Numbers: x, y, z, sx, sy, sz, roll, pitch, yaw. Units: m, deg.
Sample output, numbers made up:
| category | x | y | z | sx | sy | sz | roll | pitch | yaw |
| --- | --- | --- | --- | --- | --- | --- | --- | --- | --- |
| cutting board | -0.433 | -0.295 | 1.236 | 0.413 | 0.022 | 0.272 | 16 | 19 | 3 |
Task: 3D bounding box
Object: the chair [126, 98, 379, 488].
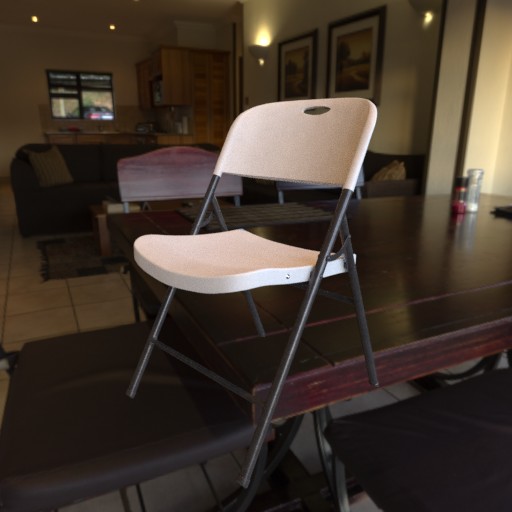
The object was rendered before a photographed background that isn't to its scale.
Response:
| category | x | y | z | sx | sy | sz | roll | pitch | yaw |
| --- | --- | --- | --- | --- | --- | --- | --- | --- | --- |
| chair | 0.000 | 0.000 | 1.177 | 0.494 | 0.810 | 0.566 | 15 | 22 | 43 |
